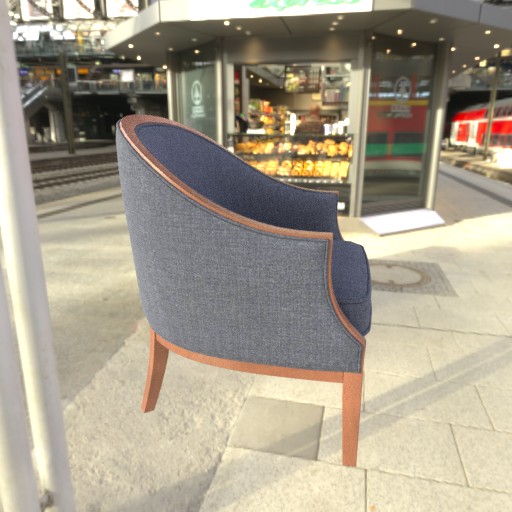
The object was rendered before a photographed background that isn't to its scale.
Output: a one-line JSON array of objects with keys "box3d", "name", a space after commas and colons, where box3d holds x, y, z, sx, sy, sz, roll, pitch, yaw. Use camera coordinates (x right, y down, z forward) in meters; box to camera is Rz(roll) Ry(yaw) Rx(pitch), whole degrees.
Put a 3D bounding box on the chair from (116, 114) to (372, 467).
[{"box3d": [0.000, 0.000, 1.434, 0.735, 0.876, 0.803, 3, 16, 11], "name": "chair"}]
